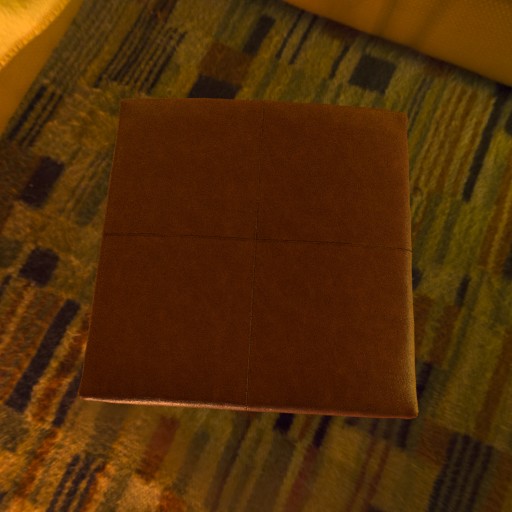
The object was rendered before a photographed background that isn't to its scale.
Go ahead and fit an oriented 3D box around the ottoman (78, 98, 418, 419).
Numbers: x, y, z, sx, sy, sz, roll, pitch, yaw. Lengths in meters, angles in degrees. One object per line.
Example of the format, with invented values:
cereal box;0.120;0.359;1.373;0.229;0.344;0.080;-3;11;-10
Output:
ottoman;0.000;0.000;1.577;1.013;0.442;1.016;3;76;1
